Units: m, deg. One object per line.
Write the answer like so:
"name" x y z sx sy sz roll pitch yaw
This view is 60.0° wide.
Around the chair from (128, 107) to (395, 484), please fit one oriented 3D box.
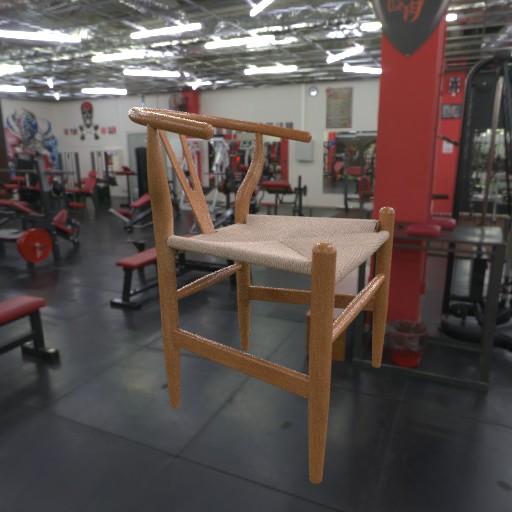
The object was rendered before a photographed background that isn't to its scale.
"chair" 0.000 0.000 1.131 0.579 0.730 0.569 7 15 27
